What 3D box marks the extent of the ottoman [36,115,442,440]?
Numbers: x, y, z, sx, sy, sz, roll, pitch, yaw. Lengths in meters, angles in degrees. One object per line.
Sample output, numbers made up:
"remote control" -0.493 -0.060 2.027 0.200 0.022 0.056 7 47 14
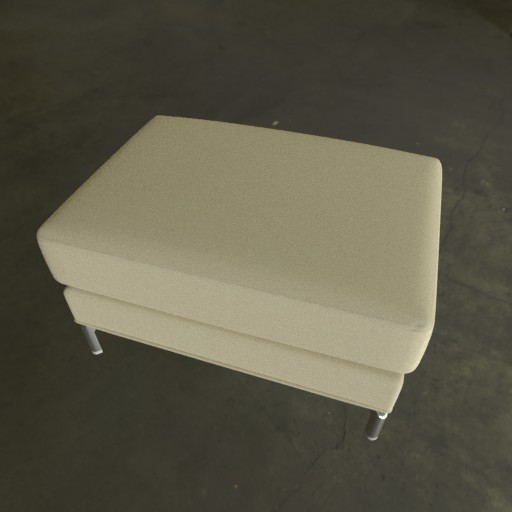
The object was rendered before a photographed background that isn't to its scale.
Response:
"ottoman" 0.000 0.000 1.178 0.835 0.497 0.581 13 46 13
